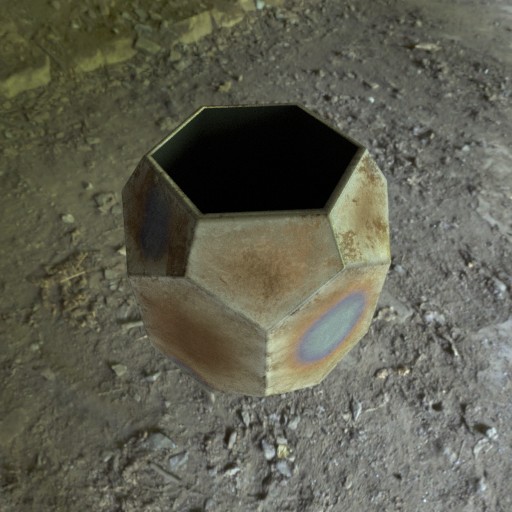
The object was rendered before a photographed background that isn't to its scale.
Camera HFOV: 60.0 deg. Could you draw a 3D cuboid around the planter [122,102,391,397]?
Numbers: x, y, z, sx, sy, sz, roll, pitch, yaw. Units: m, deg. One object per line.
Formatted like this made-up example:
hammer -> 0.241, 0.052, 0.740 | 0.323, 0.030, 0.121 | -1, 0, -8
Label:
planter -> 0.000, 0.000, 0.431 | 0.221, 0.238, 0.243 | -3, 47, -3
